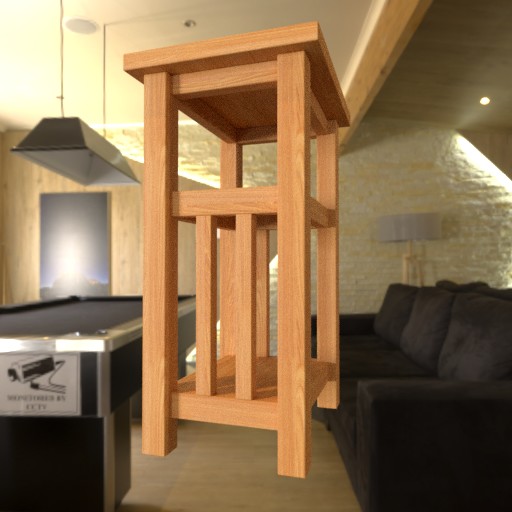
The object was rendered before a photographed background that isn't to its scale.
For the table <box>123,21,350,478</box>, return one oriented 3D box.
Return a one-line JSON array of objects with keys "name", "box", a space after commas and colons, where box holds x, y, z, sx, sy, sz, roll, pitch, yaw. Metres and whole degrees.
[{"name": "table", "box": [0.000, 0.000, 0.727, 0.270, 0.550, 0.350, 0, -1, 18]}]
